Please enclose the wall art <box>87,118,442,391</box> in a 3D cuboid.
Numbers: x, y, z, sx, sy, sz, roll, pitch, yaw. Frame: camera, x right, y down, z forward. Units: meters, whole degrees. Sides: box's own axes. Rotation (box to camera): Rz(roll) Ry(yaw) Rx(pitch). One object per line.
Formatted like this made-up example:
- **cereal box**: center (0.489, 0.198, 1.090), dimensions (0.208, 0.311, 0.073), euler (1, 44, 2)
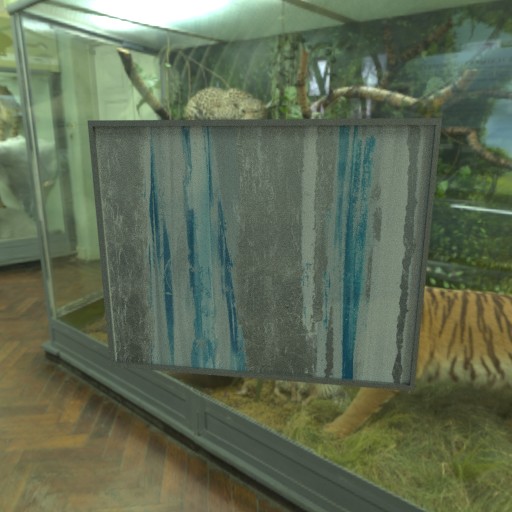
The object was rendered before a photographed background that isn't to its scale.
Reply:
- **wall art**: center (0.000, 0.000, 0.766), dimensions (0.557, 0.450, 0.037), euler (2, 15, 9)
